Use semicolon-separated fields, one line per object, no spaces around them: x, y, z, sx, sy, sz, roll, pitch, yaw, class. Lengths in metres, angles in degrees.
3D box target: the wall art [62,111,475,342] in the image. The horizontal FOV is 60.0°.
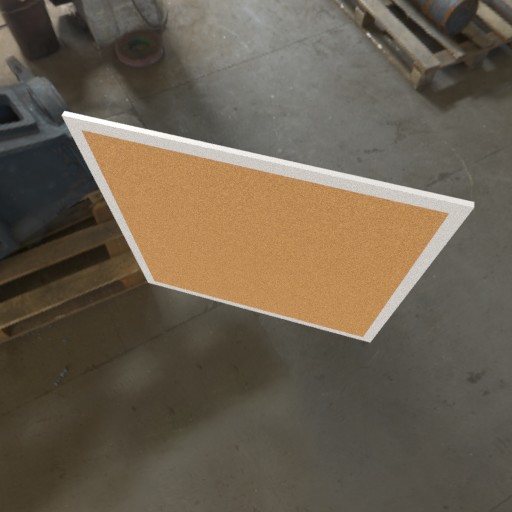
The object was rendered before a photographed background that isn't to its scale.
0.000;0.000;0.827;0.558;0.559;0.009;14;63;7;wall art
